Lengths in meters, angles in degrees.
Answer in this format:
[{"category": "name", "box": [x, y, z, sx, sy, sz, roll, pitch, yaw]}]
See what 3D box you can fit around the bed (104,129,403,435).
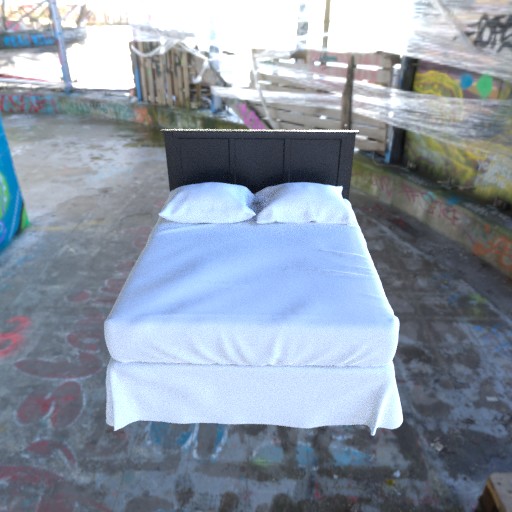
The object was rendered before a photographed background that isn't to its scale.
[{"category": "bed", "box": [0.000, 0.000, 3.165, 1.870, 1.270, 2.050, 1, 30, 1]}]
